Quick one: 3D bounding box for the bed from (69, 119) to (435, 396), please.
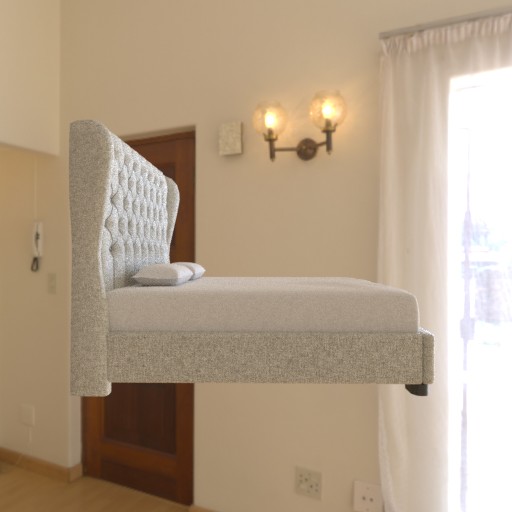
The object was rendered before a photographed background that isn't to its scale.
[{"bbox_3d":[0.000,0.000,3.857,2.347,1.771,2.219,0,0,1],"label":"bed"}]
